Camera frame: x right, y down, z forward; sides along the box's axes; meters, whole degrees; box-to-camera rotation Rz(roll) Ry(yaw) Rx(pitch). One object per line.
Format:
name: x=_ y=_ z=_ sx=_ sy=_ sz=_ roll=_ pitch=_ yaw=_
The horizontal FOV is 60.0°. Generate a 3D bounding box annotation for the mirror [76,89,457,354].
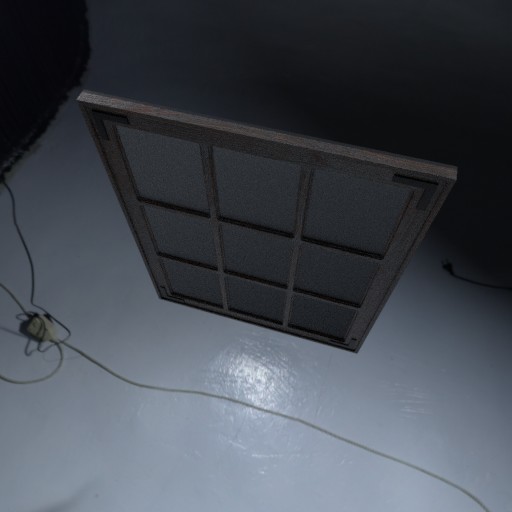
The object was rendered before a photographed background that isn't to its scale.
mirror: x=0.000 y=0.000 z=1.201 sx=0.730 sy=0.882 sz=0.032 roll=14 pitch=59 yaw=9
